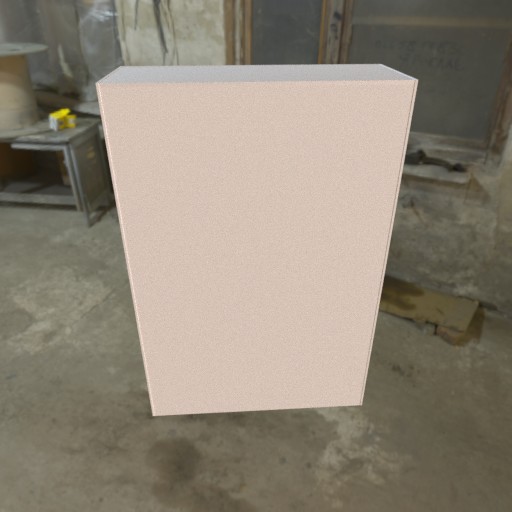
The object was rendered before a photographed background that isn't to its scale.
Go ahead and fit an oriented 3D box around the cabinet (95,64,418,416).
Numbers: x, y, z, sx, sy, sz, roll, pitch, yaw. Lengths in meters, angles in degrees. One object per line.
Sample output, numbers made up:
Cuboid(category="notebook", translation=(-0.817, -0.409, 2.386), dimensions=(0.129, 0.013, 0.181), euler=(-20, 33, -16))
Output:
Cuboid(category="cabinet", translation=(0.000, 0.000, 2.469), dimensions=(1.290, 1.910, 0.510), euler=(-2, 30, -3))
